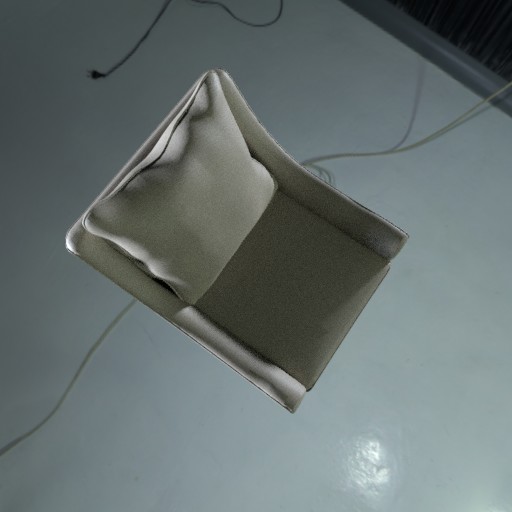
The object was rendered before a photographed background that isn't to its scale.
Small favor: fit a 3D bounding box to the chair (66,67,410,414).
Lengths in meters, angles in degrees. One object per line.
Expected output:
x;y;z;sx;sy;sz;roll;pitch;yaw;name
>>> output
0.000;0.000;1.628;0.876;0.942;0.760;35;78;8;chair
